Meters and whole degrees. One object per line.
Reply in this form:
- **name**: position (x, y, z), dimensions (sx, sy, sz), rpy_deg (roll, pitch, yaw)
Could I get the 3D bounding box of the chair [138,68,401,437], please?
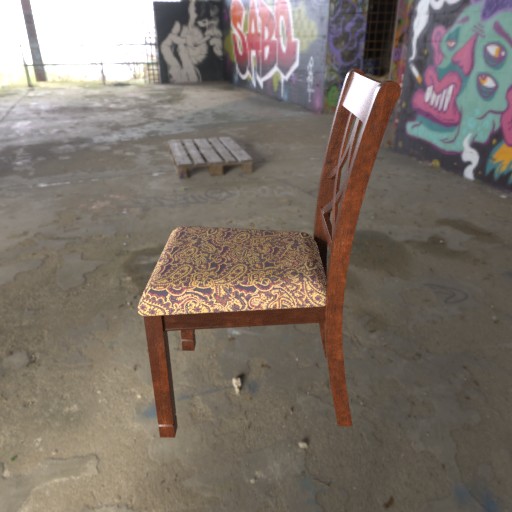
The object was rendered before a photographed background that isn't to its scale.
- **chair**: position (0.000, 0.000, 1.265), dimensions (0.584, 0.965, 0.457), rpy_deg (0, 26, 1)
